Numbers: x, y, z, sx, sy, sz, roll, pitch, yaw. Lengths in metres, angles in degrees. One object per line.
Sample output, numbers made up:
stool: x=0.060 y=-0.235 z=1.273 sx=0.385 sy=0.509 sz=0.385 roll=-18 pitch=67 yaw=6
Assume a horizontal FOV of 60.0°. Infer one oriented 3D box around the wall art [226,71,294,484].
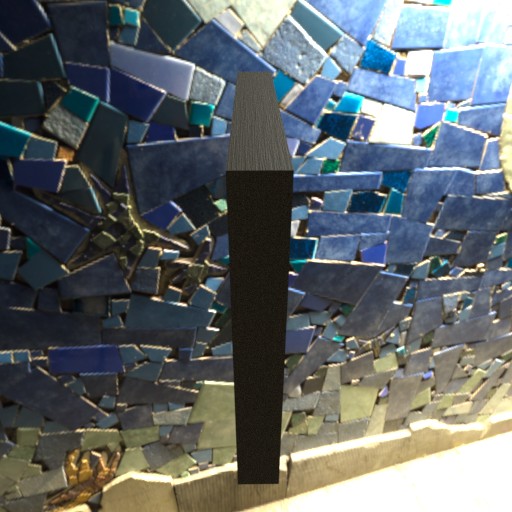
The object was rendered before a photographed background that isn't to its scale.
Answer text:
wall art: x=0.000 y=0.000 z=0.455 sx=0.038 sy=0.303 sz=0.304 roll=0 pitch=32 yaw=-1
